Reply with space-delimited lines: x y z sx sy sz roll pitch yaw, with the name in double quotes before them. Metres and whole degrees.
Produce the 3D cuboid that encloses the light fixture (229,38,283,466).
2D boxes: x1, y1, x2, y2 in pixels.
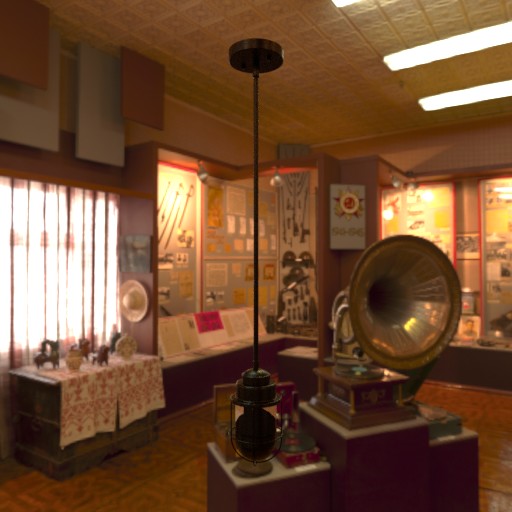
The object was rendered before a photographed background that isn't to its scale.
"light fixture" 0.000 0.000 0.991 0.123 0.920 0.123 -1 -1 36
